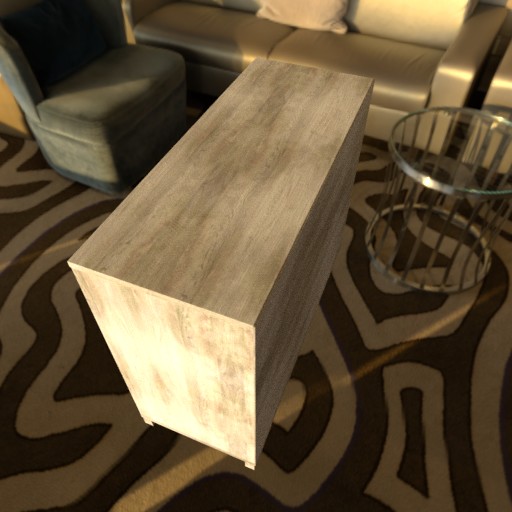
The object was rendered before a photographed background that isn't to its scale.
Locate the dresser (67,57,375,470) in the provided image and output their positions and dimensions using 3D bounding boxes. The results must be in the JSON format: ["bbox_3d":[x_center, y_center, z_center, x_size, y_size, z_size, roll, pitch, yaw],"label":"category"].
[{"bbox_3d":[0.000,0.000,1.439,0.404,0.816,0.994,17,50,15],"label":"dresser"}]
